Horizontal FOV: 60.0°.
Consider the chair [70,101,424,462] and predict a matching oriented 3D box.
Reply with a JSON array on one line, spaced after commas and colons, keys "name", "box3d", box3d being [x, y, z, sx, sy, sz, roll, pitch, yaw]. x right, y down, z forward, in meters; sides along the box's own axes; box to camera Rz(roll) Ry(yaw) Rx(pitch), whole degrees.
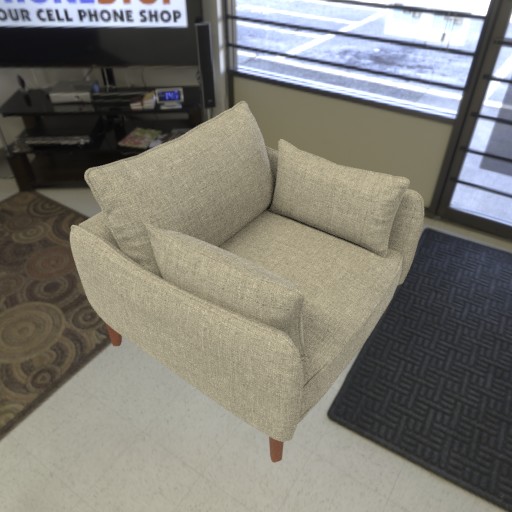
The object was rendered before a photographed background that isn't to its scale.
[{"name": "chair", "box3d": [0.000, 0.000, 1.715, 0.976, 0.839, 0.993, 26, 46, 27]}]
